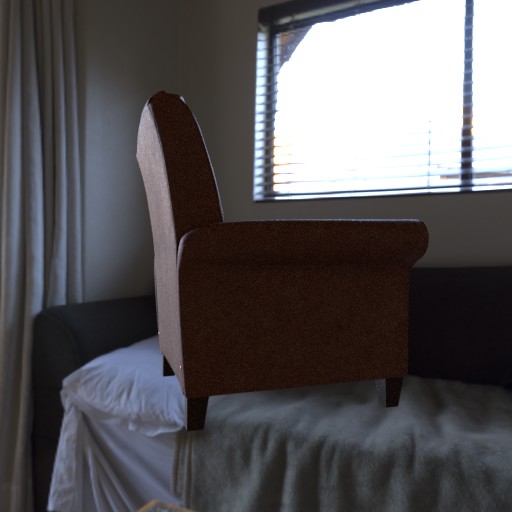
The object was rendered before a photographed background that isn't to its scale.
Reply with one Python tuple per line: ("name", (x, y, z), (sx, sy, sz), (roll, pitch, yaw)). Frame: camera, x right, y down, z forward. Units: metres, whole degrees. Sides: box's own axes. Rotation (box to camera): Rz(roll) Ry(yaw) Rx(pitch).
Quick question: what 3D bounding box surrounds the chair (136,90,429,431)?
("chair", (0.000, 0.000, 1.770), (0.902, 1.061, 0.978), (0, -1, -18))
